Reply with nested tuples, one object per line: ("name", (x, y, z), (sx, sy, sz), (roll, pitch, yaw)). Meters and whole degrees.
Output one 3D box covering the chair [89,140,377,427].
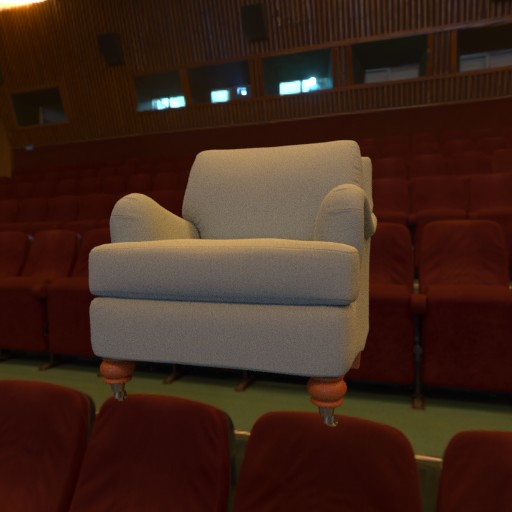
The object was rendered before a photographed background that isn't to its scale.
("chair", (0.000, 0.000, 1.861), (0.955, 1.038, 1.070), (0, 1, 18))
